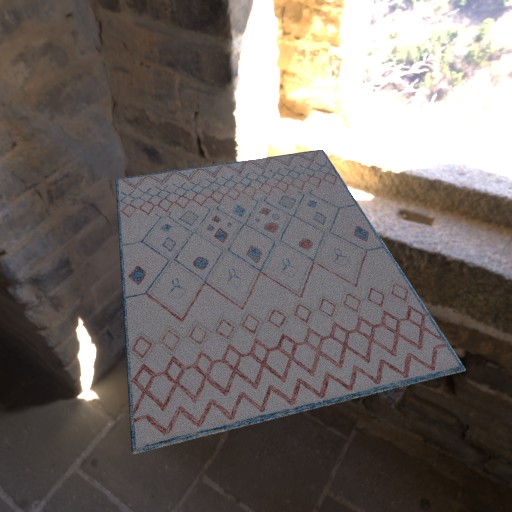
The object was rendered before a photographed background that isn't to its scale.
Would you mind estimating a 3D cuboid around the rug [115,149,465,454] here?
[{"bbox_3d":[0.000,0.000,4.102,2.441,0.016,3.050,-10,47,-10],"label":"rug"}]
